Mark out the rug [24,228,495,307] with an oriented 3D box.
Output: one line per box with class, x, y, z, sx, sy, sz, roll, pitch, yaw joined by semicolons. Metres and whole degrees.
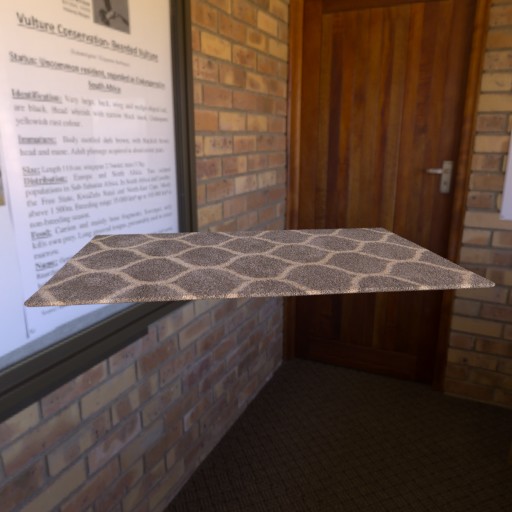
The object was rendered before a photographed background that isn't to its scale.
rug;0.000;0.000;2.896;2.348;0.025;1.501;-2;15;-7
